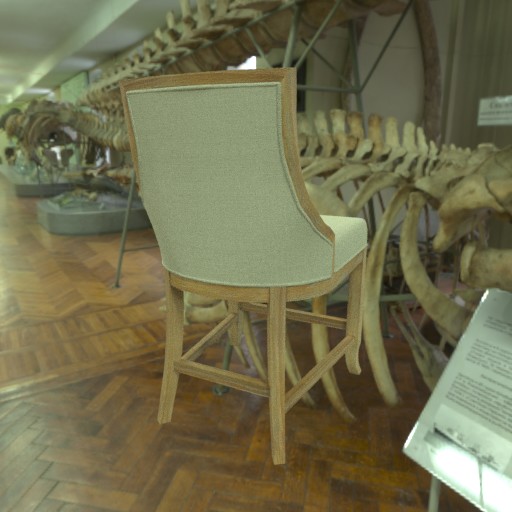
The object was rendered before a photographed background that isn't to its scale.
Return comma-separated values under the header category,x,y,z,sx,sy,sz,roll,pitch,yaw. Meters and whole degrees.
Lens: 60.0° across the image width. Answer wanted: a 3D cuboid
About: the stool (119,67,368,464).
category,x,y,z,sx,sy,sz,roll,pitch,yaw
stool,0.000,0.000,1.305,0.524,0.938,0.626,7,16,26
